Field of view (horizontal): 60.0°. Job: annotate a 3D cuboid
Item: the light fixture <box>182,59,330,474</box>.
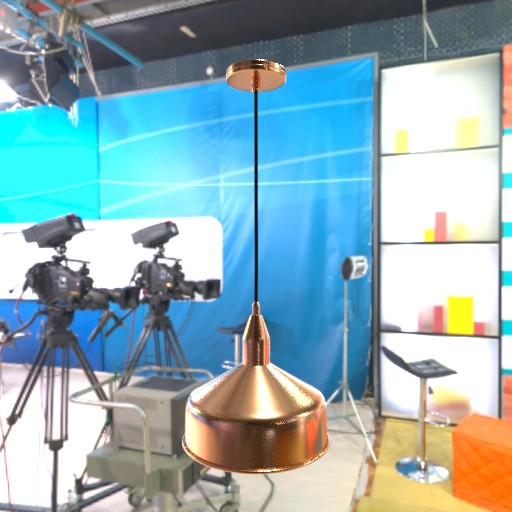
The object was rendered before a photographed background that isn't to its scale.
[{"bbox_3d":[0.000,0.000,0.912,0.301,0.754,0.301,0,0,-19],"label":"light fixture"}]
